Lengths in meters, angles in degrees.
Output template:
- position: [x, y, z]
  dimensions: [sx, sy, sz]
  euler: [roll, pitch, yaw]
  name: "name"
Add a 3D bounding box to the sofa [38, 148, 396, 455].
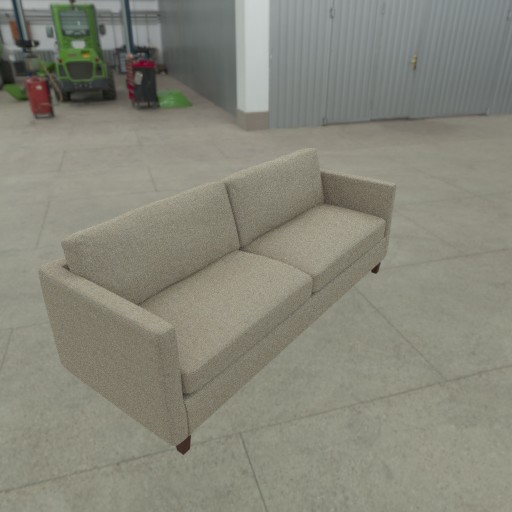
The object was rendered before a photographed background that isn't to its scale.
- position: [0.000, 0.000, 2.933]
  dimensions: [0.951, 0.965, 2.434]
  euler: [19, 33, 33]
  name: "sofa"
